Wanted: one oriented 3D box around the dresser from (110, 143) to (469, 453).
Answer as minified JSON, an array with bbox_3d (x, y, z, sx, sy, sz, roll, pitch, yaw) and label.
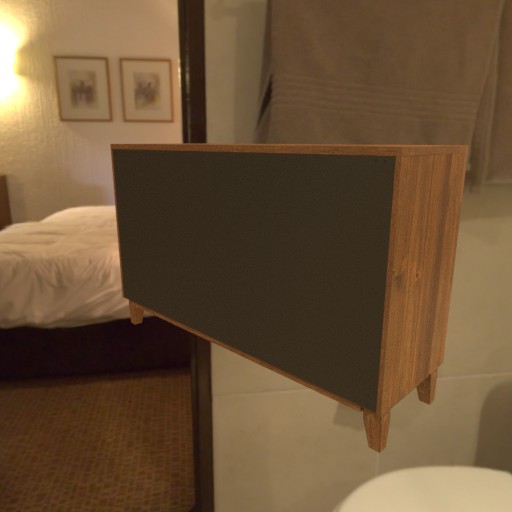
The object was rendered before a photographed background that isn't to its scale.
[{"bbox_3d":[0.000,0.000,1.786,1.400,0.873,0.446,14,20,42],"label":"dresser"}]
